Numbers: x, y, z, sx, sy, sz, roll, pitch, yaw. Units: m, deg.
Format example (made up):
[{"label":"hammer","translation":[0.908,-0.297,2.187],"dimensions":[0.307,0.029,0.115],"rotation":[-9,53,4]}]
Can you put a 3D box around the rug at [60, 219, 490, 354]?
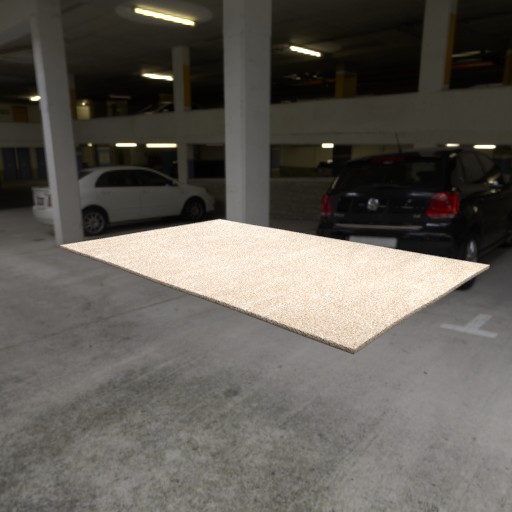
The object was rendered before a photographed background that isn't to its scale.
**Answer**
[{"label":"rug","translation":[0.000,0.000,2.847],"dimensions":[2.346,0.025,1.500],"rotation":[13,19,42]}]
